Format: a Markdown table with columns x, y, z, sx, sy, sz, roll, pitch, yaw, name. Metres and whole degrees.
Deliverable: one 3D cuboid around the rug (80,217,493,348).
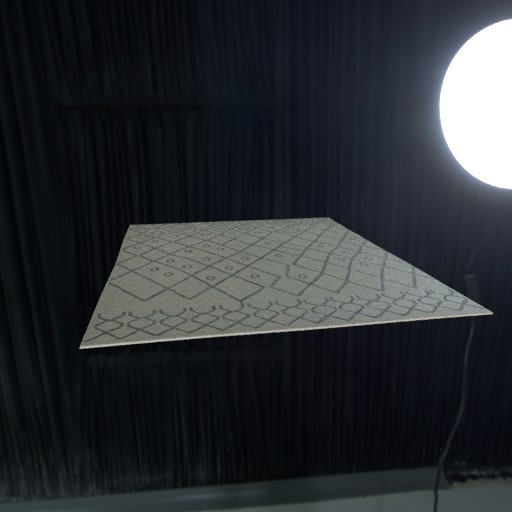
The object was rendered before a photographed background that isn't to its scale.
| x | y | z | sx | sy | sz | roll | pitch | yaw | name |
| --- | --- | --- | --- | --- | --- | --- | --- | --- | --- |
| 0.000 | 0.000 | 3.972 | 2.446 | 0.015 | 3.046 | -3 | 17 | -10 | rug |
